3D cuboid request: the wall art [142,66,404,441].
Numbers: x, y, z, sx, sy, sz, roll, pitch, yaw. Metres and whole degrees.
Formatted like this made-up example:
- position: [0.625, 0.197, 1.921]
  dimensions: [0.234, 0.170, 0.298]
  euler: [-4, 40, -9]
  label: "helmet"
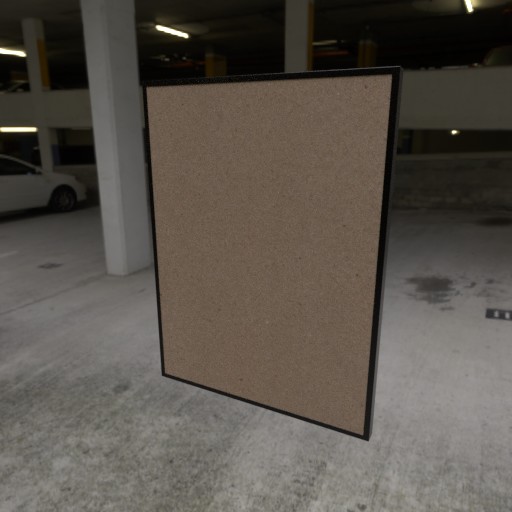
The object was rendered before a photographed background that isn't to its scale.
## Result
- position: [0.000, 0.000, 1.380]
  dimensions: [0.788, 1.046, 0.043]
  euler: [8, 18, 27]
  label: "wall art"
